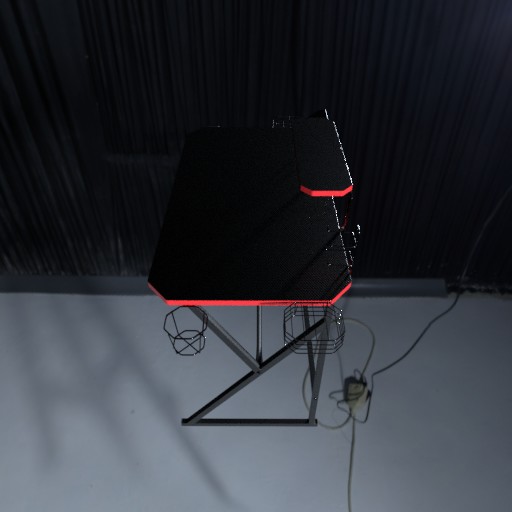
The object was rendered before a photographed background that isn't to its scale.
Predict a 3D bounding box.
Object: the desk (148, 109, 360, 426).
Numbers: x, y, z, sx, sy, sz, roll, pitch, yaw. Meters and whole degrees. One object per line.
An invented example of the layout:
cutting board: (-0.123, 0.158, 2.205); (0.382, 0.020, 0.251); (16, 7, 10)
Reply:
desk: (0.000, 0.000, 1.730); (0.588, 0.913, 1.280); (0, 41, 0)
